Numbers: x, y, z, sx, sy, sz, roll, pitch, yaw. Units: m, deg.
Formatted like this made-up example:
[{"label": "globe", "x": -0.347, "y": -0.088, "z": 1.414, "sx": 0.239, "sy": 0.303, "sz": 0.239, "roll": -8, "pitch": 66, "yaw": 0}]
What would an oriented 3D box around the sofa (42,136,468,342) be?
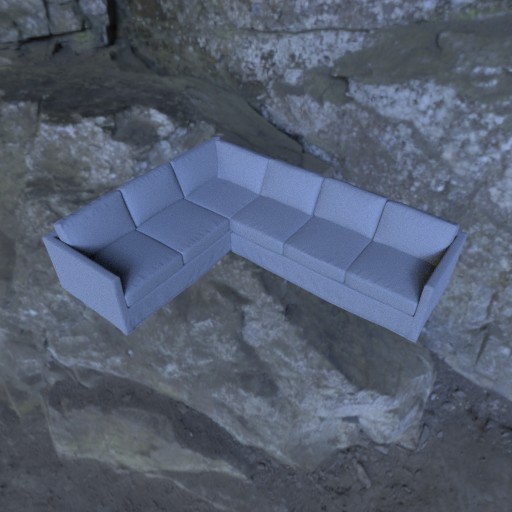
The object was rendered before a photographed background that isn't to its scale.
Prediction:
[{"label": "sofa", "x": 0.000, "y": 0.000, "z": 4.291, "sx": 3.182, "sy": 0.871, "sz": 2.432, "roll": 26, "pitch": 47, "yaw": 27}]
